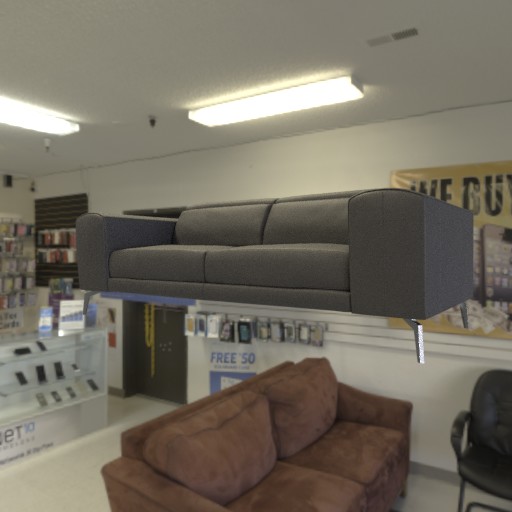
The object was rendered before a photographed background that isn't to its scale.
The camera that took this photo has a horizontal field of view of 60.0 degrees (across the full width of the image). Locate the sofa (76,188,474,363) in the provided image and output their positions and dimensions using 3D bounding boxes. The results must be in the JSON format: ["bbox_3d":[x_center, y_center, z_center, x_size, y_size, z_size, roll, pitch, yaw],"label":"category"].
[{"bbox_3d":[0.000,0.000,2.760,2.330,0.814,1.048,1,1,36],"label":"sofa"}]
